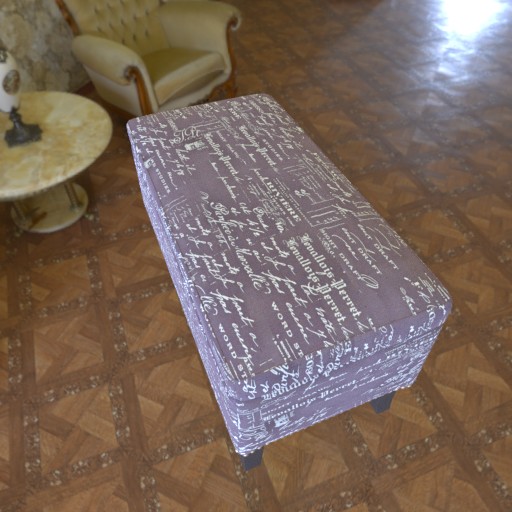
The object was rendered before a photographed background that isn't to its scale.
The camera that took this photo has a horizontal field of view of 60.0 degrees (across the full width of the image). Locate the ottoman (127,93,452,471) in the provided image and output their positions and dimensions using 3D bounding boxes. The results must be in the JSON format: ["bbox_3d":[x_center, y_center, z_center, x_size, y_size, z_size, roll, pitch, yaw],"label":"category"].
[{"bbox_3d":[0.000,0.000,1.078,0.406,0.457,0.813,-17,49,-15],"label":"ottoman"}]
